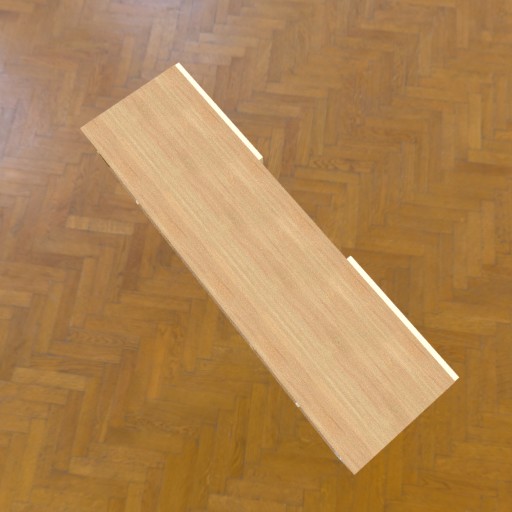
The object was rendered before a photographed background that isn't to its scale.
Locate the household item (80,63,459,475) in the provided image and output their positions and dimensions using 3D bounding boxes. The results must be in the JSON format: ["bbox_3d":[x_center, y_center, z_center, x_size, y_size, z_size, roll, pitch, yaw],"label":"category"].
[{"bbox_3d":[0.000,0.000,1.566,0.420,0.310,1.400,-38,79,-9],"label":"household item"}]
